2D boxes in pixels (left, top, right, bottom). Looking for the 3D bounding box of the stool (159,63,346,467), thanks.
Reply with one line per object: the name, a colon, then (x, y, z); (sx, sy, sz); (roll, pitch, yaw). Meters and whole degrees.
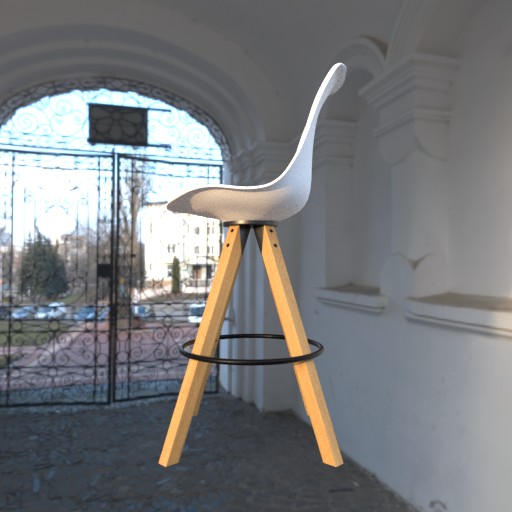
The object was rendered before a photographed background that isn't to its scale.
stool: (0.000, 0.000, 1.382); (0.549, 1.115, 0.482); (0, -1, 0)
